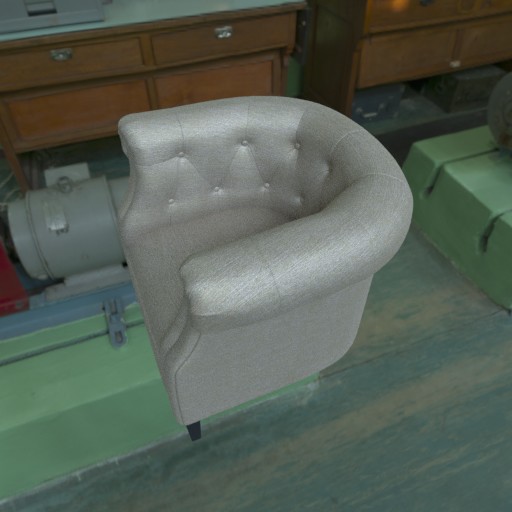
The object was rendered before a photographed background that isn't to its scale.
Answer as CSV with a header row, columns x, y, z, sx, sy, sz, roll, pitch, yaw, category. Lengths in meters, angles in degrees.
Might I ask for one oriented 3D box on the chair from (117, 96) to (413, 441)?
x,y,z,sx,sy,sz,roll,pitch,yaw,category
0.000,0.000,1.558,0.852,0.827,0.905,-17,48,-16,chair
